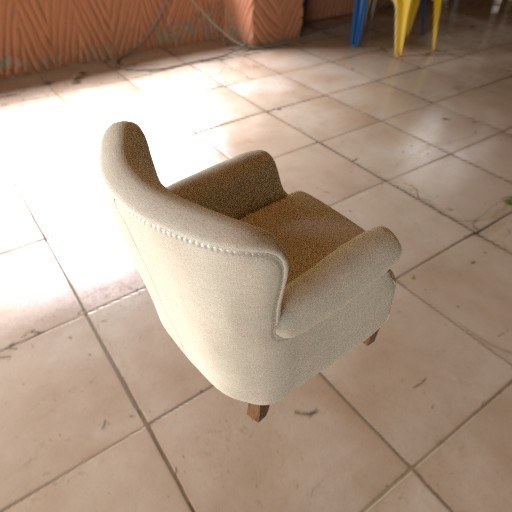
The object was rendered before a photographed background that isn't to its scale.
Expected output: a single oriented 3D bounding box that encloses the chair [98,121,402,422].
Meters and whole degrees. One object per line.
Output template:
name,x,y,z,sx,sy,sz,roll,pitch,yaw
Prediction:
chair,0.000,0.000,1.643,0.921,0.936,0.861,-25,47,-27
